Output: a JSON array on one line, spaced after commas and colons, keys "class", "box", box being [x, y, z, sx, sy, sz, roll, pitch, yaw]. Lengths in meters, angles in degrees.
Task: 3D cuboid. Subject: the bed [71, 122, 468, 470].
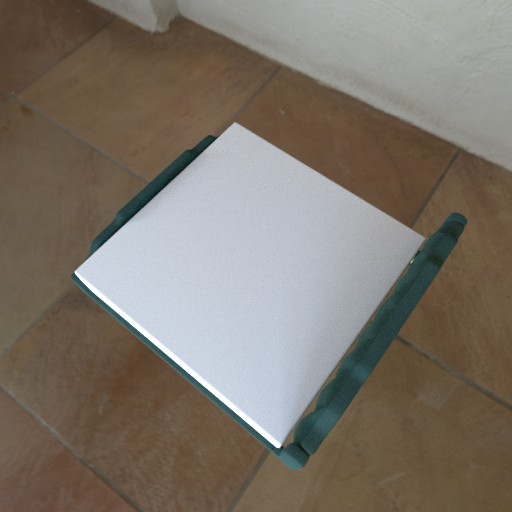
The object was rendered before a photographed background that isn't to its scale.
[{"class": "bed", "box": [0.000, 0.000, 3.536, 2.340, 1.245, 2.074, 35, 68, 16]}]
